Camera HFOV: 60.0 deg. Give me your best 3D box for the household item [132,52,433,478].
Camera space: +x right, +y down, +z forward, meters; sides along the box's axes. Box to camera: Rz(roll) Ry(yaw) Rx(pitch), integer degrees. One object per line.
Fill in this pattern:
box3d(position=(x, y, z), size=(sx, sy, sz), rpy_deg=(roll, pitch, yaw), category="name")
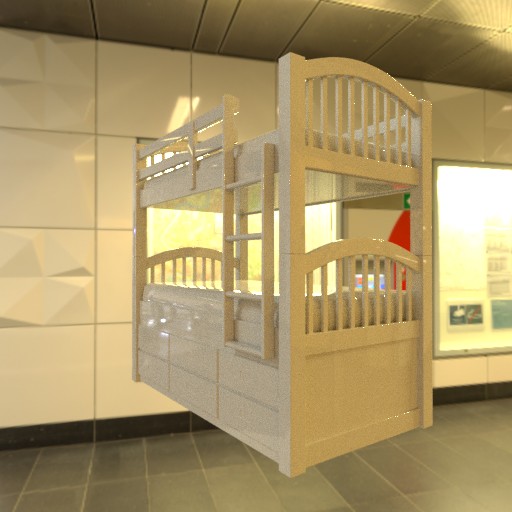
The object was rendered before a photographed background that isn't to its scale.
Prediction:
box3d(position=(0.000, 0.000, 3.148), size=(1.143, 2.032, 2.032), rpy_deg=(0, -1, -35), category="household item")
